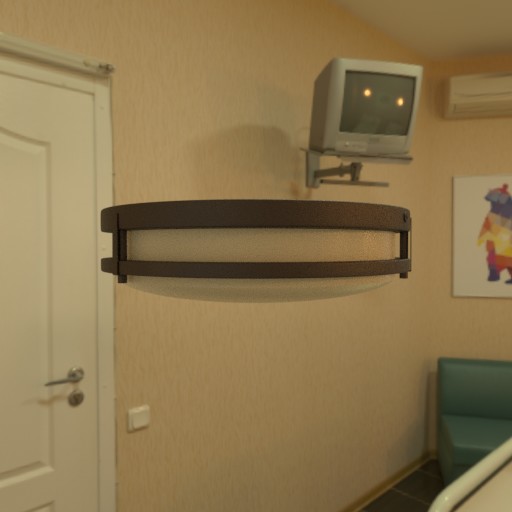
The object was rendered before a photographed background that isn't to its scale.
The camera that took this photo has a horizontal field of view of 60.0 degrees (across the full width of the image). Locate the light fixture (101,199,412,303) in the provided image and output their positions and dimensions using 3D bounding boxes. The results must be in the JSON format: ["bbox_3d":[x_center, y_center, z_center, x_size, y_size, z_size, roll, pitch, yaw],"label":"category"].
[{"bbox_3d":[0.000,0.000,0.538,0.356,0.102,0.356,0,1,0],"label":"light fixture"}]
